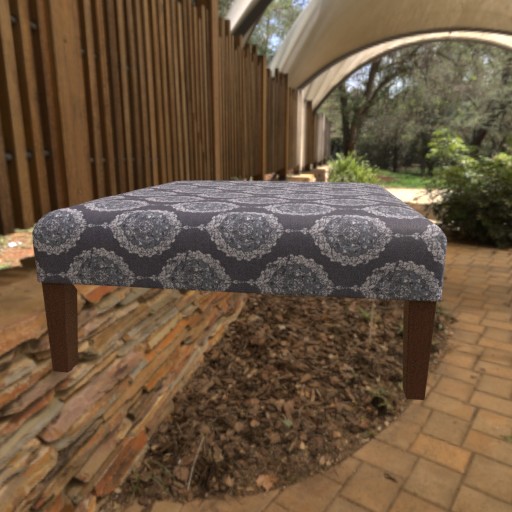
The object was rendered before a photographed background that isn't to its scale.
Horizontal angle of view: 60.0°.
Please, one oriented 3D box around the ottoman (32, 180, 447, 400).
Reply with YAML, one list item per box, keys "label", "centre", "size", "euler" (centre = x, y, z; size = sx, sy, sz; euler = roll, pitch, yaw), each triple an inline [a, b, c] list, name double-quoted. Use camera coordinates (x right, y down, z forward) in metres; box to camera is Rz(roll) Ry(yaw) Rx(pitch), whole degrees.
- label: "ottoman"
  centre: [0.000, 0.000, 1.382]
  size: [0.890, 0.409, 0.889]
  euler: [2, 14, 8]
